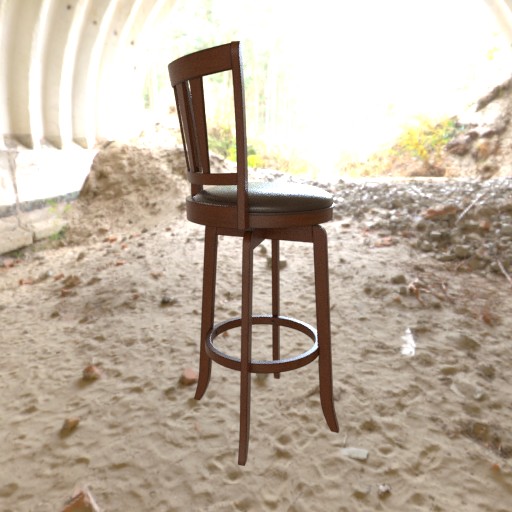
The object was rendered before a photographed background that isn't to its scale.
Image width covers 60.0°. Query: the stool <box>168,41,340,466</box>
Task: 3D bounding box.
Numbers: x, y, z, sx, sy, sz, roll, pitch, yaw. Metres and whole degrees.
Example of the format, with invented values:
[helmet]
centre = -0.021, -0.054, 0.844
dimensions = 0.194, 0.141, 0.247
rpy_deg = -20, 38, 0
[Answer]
[stool]
centre = 0.000, 0.000, 1.444
dimensions = 0.503, 1.177, 0.464
rpy_deg = -7, 16, -26
